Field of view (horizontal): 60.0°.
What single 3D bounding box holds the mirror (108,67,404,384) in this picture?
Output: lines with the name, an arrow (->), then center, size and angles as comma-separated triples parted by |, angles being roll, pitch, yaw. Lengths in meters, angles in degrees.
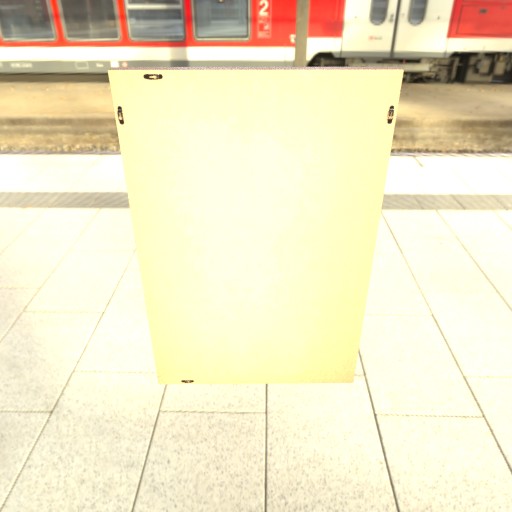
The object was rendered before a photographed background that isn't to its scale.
mirror -> 0.000, 0.000, 1.161 | 0.609, 0.915, 0.040 | 0, 31, 0
